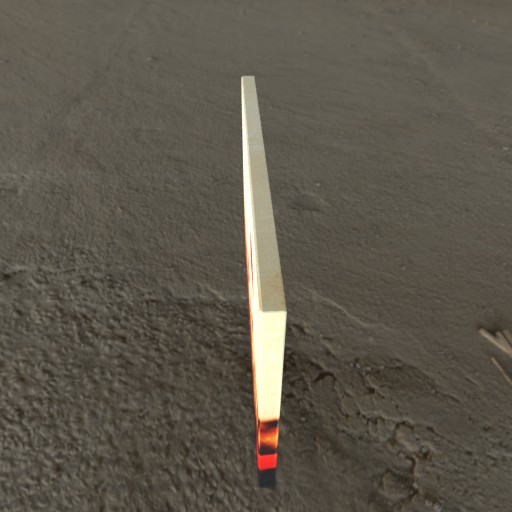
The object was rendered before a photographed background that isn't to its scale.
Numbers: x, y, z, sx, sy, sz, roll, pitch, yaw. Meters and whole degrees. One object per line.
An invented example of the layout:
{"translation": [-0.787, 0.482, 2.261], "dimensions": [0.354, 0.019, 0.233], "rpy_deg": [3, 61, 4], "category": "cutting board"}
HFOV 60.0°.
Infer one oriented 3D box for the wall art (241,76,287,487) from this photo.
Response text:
{"translation": [0.000, 0.000, 1.157], "dimensions": [0.038, 0.602, 0.918], "rpy_deg": [-2, 41, -2], "category": "wall art"}
